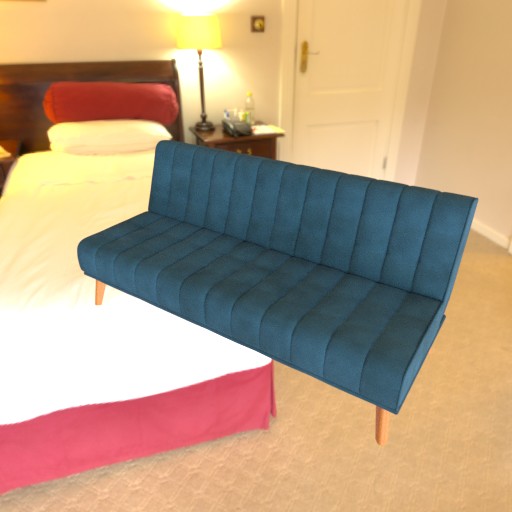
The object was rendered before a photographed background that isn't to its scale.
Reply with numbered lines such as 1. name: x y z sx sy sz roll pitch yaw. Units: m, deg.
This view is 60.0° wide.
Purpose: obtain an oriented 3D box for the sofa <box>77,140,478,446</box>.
1. sofa: 0.000 0.000 2.267 1.804 0.813 0.855 18 33 29
